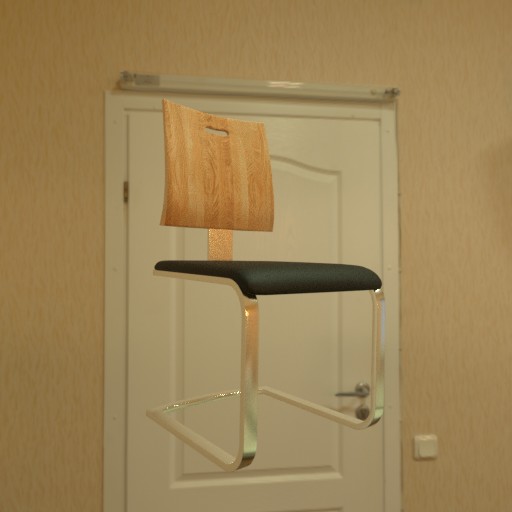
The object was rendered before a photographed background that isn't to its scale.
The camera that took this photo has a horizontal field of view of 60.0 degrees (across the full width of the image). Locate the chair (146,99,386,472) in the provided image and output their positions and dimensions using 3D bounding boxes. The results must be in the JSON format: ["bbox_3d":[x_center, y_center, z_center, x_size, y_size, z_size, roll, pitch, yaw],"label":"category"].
[{"bbox_3d":[0.000,0.000,1.249,0.462,0.936,0.560,1,-2,-36],"label":"chair"}]
